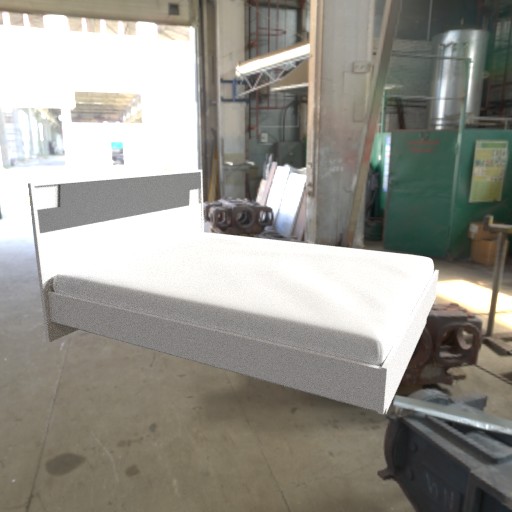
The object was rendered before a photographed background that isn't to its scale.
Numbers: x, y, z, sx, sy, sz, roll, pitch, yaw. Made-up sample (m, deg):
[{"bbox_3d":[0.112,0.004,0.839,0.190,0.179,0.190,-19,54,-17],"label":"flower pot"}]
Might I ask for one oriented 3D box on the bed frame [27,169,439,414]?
[{"bbox_3d":[0.000,0.000,2.938,2.100,1.001,1.711,7,16,28],"label":"bed frame"}]
